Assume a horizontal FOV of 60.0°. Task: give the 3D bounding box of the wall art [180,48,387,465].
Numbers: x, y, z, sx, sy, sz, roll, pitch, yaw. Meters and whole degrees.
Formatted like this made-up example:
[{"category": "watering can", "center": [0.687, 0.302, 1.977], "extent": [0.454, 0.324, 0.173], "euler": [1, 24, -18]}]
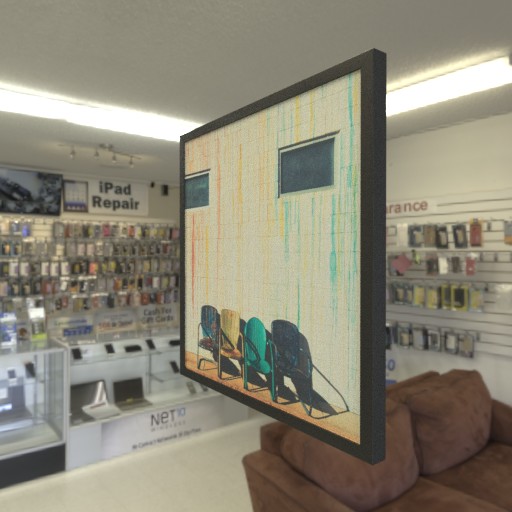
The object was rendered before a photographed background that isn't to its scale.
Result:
[{"category": "wall art", "center": [0.000, 0.000, 1.125], "extent": [0.039, 0.763, 0.763], "euler": [0, 1, -37]}]
